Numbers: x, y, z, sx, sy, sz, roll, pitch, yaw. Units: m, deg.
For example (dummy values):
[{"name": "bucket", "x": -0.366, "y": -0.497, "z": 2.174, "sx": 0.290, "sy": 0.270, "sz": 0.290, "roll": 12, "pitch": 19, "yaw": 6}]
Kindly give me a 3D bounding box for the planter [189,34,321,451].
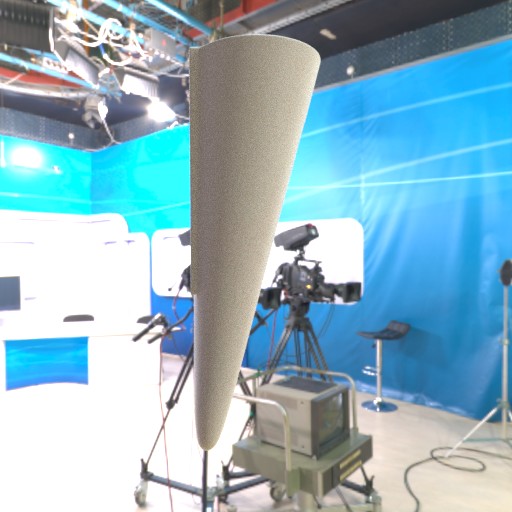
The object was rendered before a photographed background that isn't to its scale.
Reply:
[{"name": "planter", "x": 0.000, "y": 0.000, "z": 0.221, "sx": 0.064, "sy": 0.193, "sz": 0.057, "roll": 0, "pitch": 0, "yaw": -1}]
